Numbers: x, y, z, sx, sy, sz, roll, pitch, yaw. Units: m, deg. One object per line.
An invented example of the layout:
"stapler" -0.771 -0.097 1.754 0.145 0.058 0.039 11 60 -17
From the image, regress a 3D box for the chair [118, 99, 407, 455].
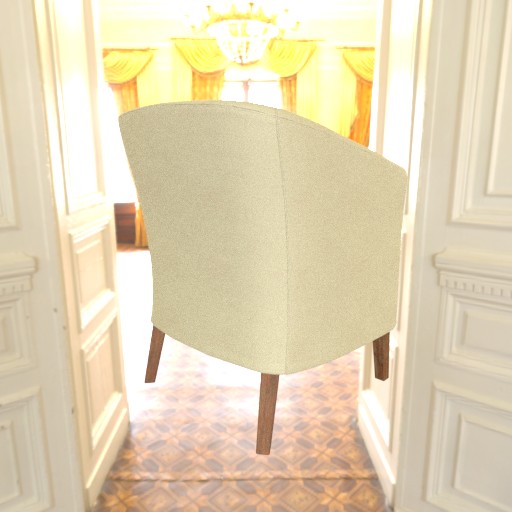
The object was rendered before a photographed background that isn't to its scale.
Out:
"chair" 0.000 0.000 1.324 0.643 0.822 0.657 12 18 43
